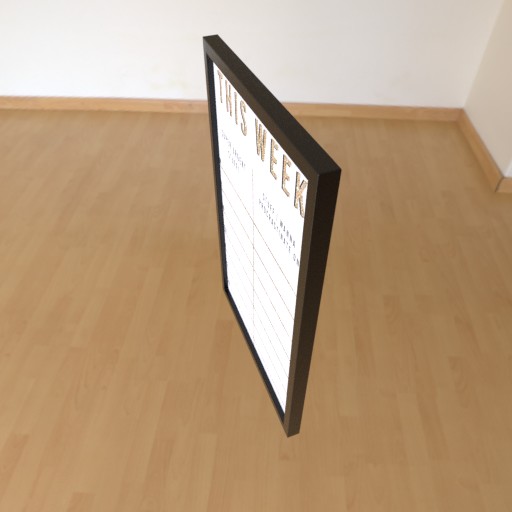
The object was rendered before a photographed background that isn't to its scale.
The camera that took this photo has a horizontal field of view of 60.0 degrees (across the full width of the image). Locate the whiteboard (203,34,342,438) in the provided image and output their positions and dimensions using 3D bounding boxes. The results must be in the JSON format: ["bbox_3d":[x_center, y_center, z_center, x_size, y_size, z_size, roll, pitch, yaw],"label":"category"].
[{"bbox_3d":[0.000,0.000,0.782,0.026,0.611,0.406,-15,47,-15],"label":"whiteboard"}]
